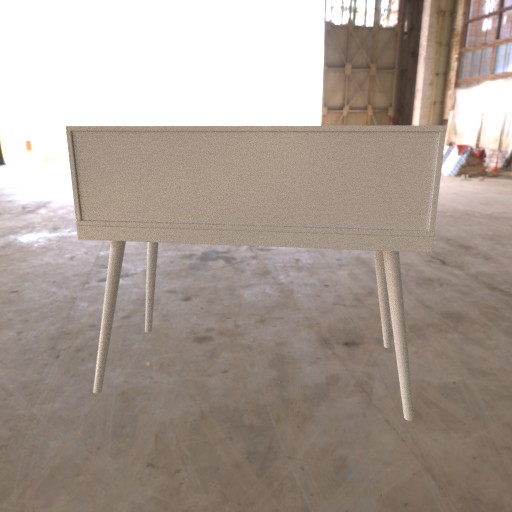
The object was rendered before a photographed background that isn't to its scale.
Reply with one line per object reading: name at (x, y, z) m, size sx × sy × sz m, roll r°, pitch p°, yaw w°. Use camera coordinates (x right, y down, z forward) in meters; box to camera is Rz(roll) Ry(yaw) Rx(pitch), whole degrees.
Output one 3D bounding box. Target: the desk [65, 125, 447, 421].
desk at (0.000, 0.000, 1.753) m, size 1.199 × 0.990 × 0.559 m, roll 2°, pitch 17°, yaw 8°
